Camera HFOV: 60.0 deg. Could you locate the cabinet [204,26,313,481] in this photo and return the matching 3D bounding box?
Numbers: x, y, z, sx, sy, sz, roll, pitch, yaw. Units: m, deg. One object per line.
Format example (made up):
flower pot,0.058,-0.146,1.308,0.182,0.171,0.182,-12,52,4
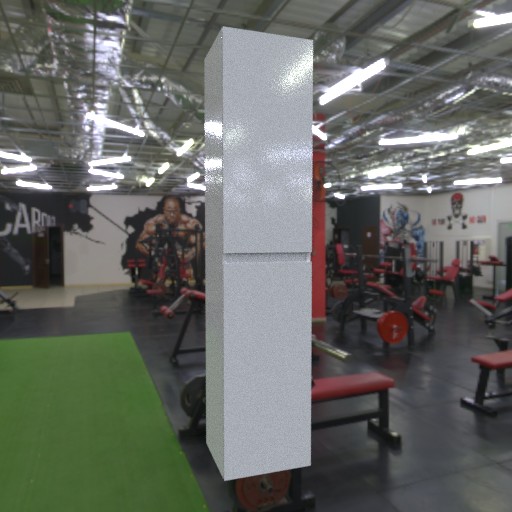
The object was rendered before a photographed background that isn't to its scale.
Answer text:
cabinet,0.000,0.000,1.538,0.300,1.400,0.270,-1,3,-18
